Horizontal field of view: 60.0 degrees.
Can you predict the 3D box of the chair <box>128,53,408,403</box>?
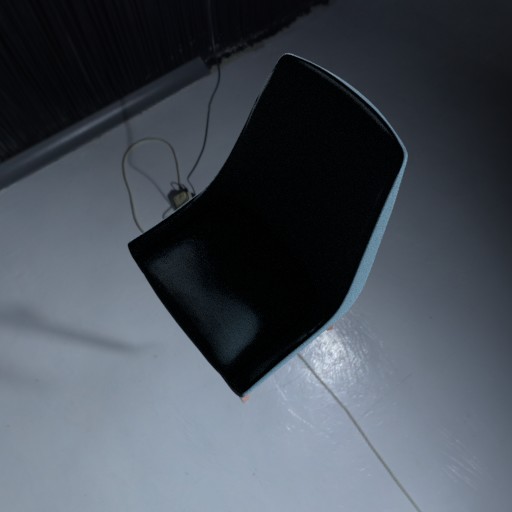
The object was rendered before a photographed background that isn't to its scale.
[{"bbox_3d":[0.000,0.000,1.205,0.544,0.861,0.529,-36,70,-16],"label":"chair"}]
